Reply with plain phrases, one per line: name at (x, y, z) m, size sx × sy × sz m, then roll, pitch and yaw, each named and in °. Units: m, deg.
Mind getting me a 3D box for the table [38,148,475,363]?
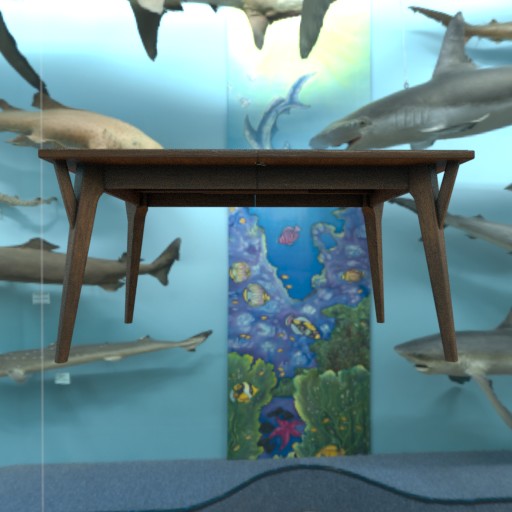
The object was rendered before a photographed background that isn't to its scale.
table at (0.000, 0.000, 2.044) m, size 1.524 × 0.761 × 0.990 m, roll 0°, pitch 0°, yaw -1°
